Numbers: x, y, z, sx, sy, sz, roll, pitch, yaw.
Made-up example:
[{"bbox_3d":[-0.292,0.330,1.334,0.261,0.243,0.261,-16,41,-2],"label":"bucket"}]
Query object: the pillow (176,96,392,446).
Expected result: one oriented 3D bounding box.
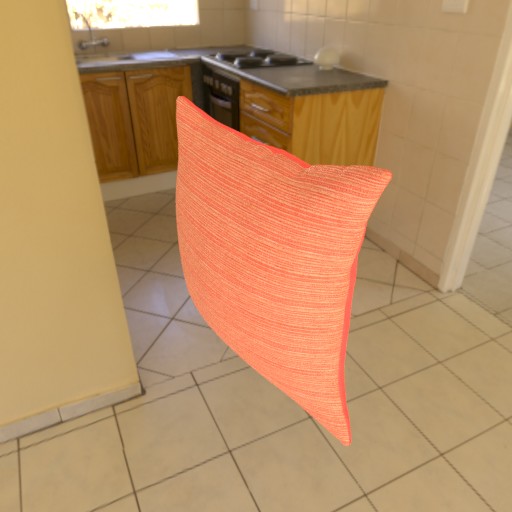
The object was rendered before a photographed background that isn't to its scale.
[{"bbox_3d":[0.000,0.000,0.833,0.229,0.501,0.559,-21,37,-30],"label":"pillow"}]
